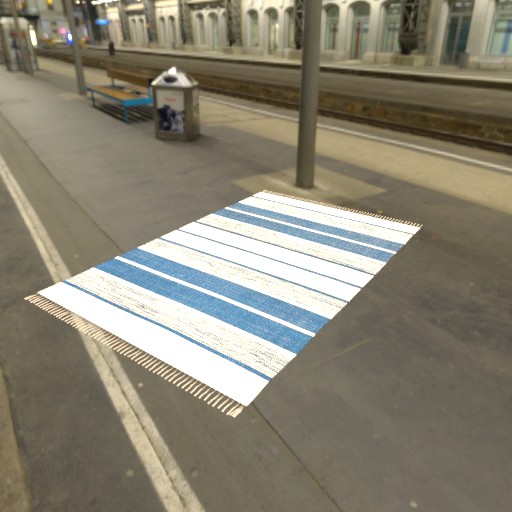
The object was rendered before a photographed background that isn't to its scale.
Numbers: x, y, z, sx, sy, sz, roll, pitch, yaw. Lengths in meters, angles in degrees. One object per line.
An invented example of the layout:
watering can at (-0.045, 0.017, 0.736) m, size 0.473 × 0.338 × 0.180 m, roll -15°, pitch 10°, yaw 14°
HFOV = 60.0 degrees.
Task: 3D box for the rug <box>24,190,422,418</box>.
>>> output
rug at (0.000, 0.000, 3.032) m, size 1.532 × 0.010 × 2.441 m, roll 18°, pitch 32°, yaw 31°
